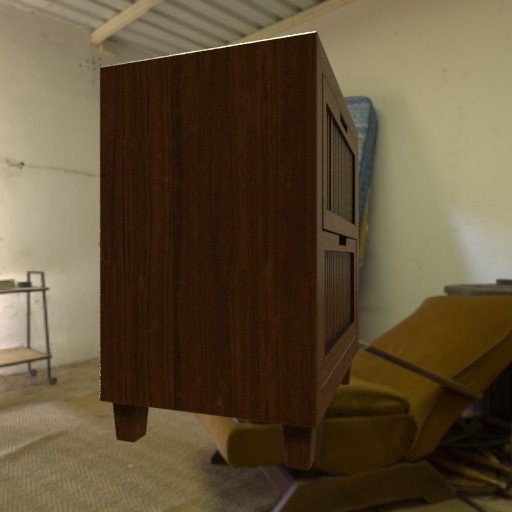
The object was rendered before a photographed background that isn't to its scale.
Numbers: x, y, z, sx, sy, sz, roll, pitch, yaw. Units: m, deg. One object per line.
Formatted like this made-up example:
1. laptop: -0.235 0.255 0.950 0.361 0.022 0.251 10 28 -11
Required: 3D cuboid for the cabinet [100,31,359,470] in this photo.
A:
1. cabinet: 0.000 0.000 1.035 0.410 0.695 0.607 0 0 19
